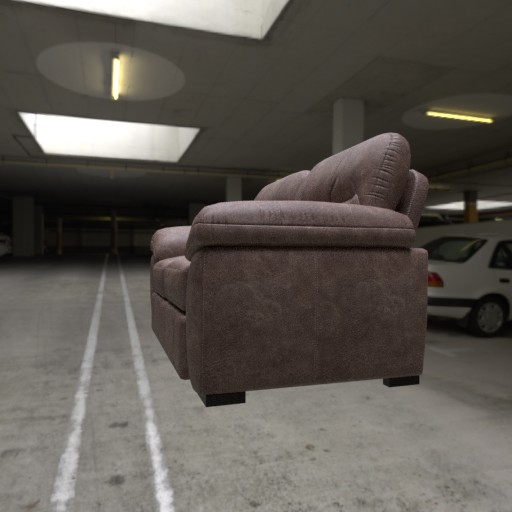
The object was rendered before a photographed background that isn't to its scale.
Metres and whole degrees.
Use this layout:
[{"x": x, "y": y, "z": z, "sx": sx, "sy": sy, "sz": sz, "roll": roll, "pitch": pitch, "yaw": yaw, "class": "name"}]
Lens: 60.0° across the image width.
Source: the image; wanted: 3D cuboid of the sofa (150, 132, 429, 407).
[{"x": 0.000, "y": 0.000, "z": 2.344, "sx": 0.991, "sy": 0.991, "sz": 1.753, "roll": 0, "pitch": 0, "yaw": -18, "class": "sofa"}]
